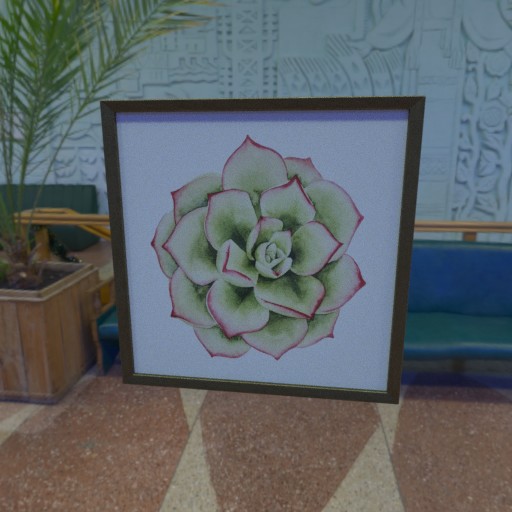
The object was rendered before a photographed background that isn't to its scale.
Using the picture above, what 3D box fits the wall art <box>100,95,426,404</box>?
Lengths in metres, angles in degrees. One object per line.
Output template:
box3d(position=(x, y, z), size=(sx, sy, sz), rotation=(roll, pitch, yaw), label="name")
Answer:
box3d(position=(0.000, 0.000, 0.754), size=(0.503, 0.506, 0.031), rotation=(2, 14, 8), label="wall art")
